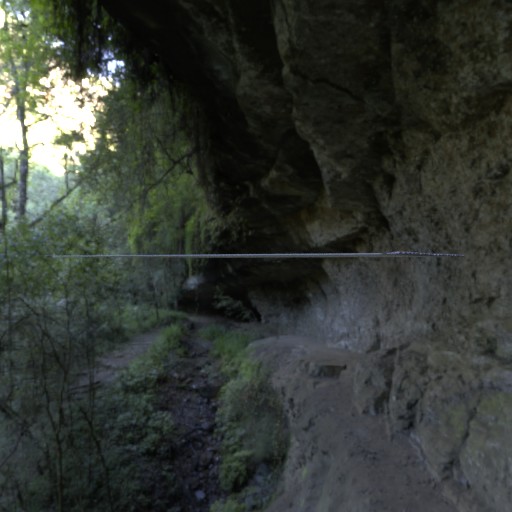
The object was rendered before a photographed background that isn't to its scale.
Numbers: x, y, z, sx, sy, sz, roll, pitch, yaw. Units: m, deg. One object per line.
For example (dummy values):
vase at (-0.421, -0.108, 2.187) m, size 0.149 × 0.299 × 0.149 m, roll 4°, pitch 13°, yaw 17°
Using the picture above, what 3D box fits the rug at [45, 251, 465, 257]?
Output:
rug at (0.000, 0.000, 3.813) m, size 3.040 × 0.017 × 2.030 m, roll 0°, pitch -1°, yaw 33°
